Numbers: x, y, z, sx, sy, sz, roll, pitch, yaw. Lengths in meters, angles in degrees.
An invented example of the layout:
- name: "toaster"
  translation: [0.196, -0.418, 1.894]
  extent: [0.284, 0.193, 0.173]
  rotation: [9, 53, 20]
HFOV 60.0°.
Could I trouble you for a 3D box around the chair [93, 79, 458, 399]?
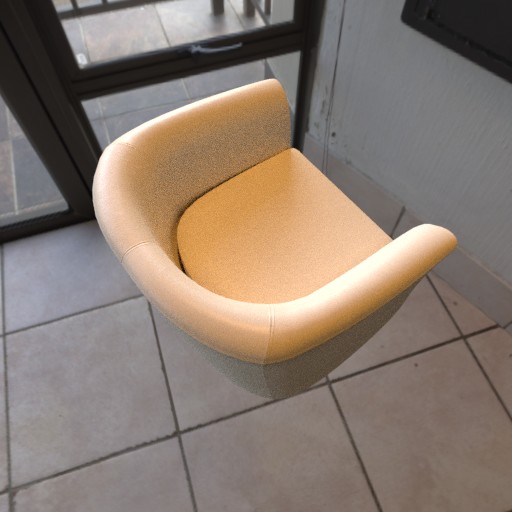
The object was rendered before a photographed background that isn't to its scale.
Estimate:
- name: "chair"
  translation: [0.000, 0.000, 1.369]
  extent: [0.727, 0.756, 0.792]
  rotation: [-33, 65, -17]
